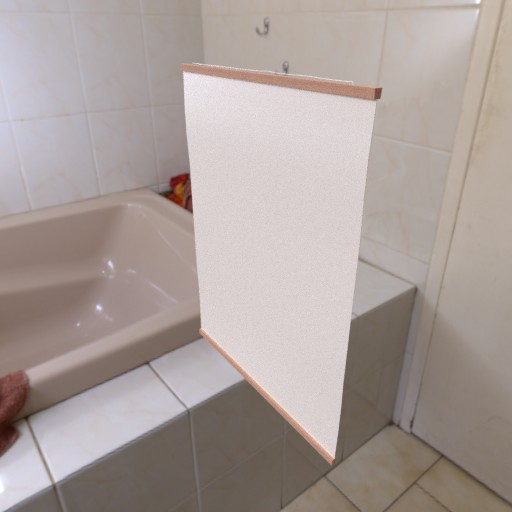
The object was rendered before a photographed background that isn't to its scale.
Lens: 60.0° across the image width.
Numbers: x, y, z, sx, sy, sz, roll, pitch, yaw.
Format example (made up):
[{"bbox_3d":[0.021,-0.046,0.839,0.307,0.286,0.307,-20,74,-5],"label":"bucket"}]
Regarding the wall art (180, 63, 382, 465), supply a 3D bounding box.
[{"bbox_3d":[0.000,0.000,1.303,0.020,1.013,0.758,-18,32,-31],"label":"wall art"}]
